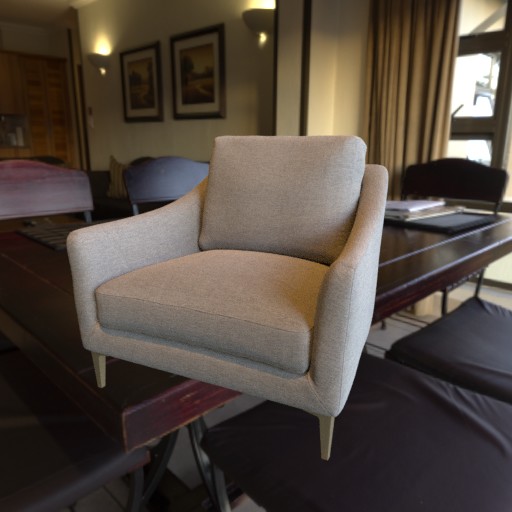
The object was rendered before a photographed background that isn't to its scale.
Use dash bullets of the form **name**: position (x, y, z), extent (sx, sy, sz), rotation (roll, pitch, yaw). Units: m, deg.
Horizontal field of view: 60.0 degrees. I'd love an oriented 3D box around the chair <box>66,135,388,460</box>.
- **chair**: position (0.000, 0.000, 1.709), extent (0.986, 0.902, 0.961), rotation (7, 16, 25)
